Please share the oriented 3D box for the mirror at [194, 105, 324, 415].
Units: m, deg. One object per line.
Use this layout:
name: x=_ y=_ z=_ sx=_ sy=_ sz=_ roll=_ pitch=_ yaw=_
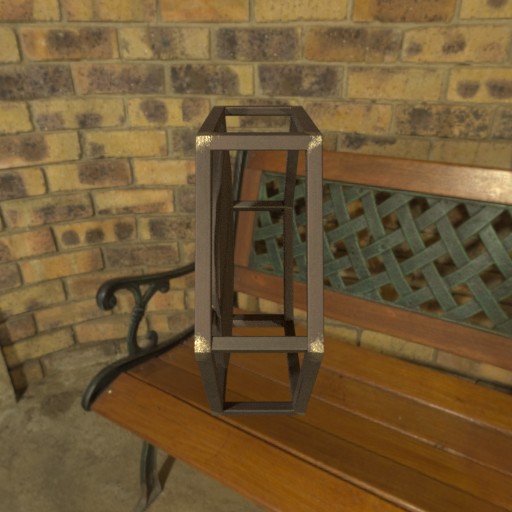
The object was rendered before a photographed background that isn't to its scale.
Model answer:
mirror: x=0.000 y=0.000 z=0.553 sx=0.119 sy=0.334 sz=0.380 roll=0 pitch=26 yaw=0
